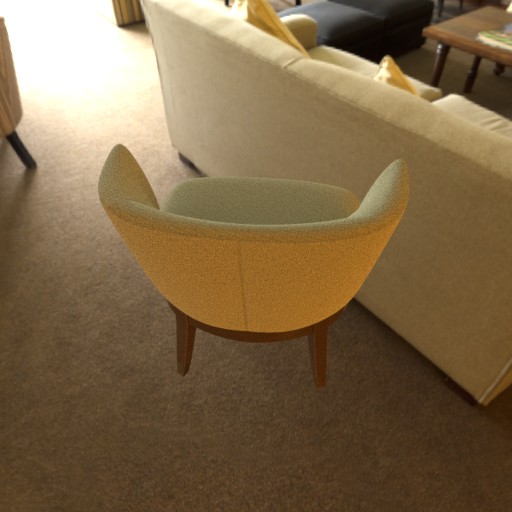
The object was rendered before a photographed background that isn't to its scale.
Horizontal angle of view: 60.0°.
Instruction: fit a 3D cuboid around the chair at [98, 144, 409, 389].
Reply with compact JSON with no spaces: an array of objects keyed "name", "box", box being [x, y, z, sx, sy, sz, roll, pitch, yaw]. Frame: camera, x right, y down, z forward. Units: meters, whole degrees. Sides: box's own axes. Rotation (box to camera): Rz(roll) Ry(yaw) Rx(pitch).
[{"name":"chair","box":[0.000,0.000,1.277,0.700,0.760,0.660,4,46,4]}]
